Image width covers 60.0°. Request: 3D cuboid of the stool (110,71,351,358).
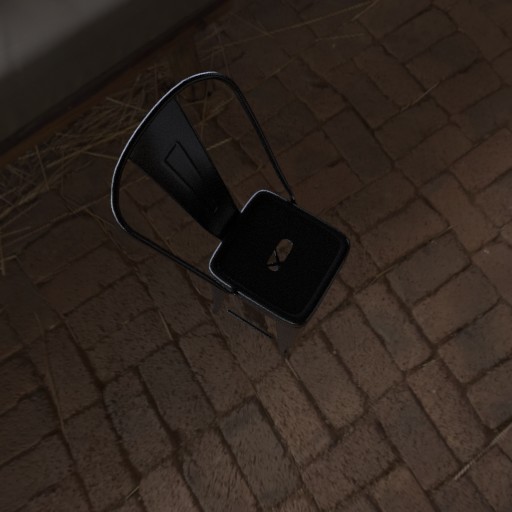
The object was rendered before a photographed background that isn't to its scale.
[{"bbox_3d":[0.000,0.000,1.350,0.513,1.096,0.399,31,78,8],"label":"stool"}]
